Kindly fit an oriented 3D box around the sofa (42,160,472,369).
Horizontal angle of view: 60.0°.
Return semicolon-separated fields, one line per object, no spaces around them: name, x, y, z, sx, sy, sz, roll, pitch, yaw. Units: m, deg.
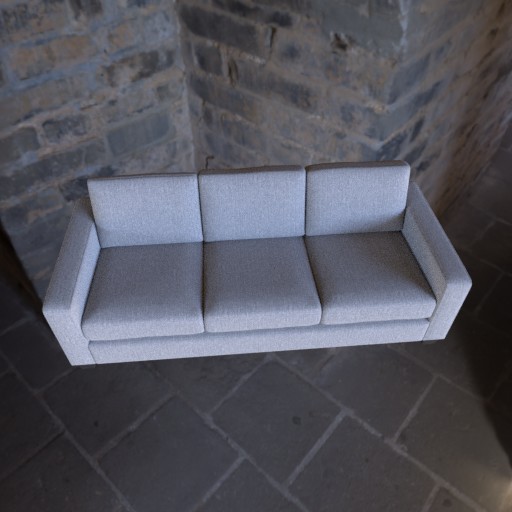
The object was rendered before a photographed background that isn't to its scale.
sofa;0.000;0.000;2.569;2.120;0.800;0.900;-3;45;-3
